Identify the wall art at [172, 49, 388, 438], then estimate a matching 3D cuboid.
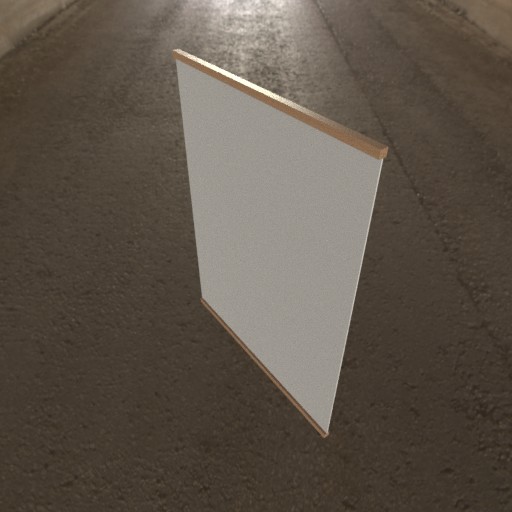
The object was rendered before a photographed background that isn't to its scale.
[{"bbox_3d":[0.000,0.000,0.808,0.012,0.608,0.459,-26,46,-27],"label":"wall art"}]
